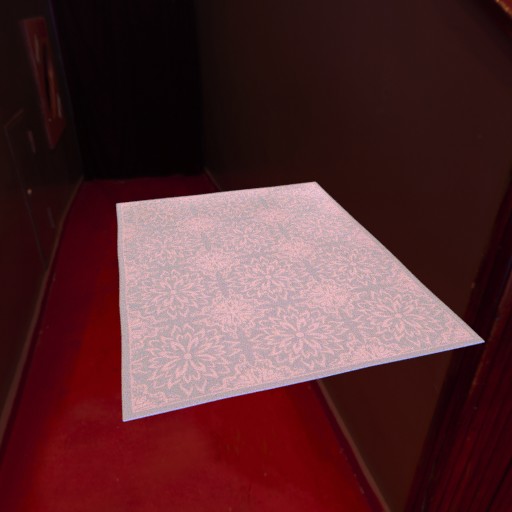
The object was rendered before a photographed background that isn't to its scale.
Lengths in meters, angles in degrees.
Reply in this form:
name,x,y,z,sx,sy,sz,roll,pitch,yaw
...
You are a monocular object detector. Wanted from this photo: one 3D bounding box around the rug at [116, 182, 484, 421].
name,x,y,z,sx,sy,sz,roll,pitch,yaw
rug,0.000,0.000,3.938,2.363,0.012,2.980,-8,32,-13
